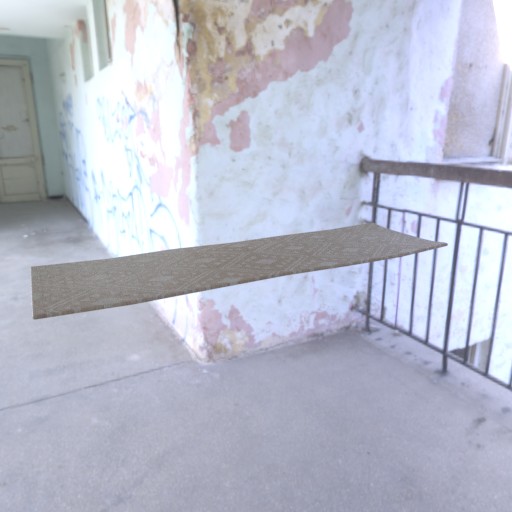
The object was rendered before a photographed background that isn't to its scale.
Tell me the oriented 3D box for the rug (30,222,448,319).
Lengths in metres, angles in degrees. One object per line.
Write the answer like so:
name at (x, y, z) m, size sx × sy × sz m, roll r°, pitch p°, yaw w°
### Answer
rug at (0.000, 0.000, 2.687) m, size 2.452 × 0.051 × 0.752 m, roll -8°, pitch 18°, yaw -25°
